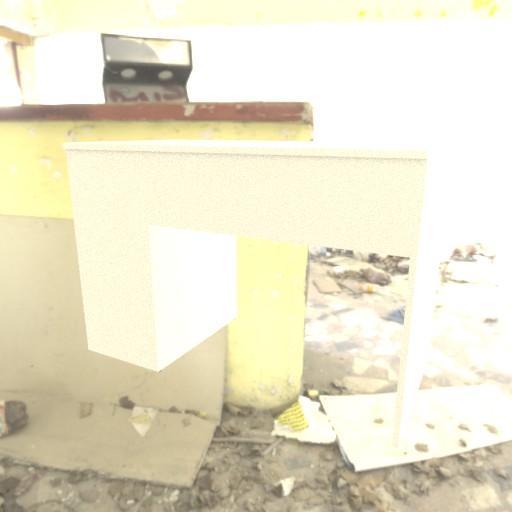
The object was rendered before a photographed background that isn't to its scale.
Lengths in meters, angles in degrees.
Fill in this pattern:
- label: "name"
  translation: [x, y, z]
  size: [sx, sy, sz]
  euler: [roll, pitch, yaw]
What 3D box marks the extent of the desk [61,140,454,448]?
- label: "desk"
  translation: [0.000, 0.000, 1.488]
  size: [1.097, 0.735, 0.560]
  euler: [8, 18, 27]
